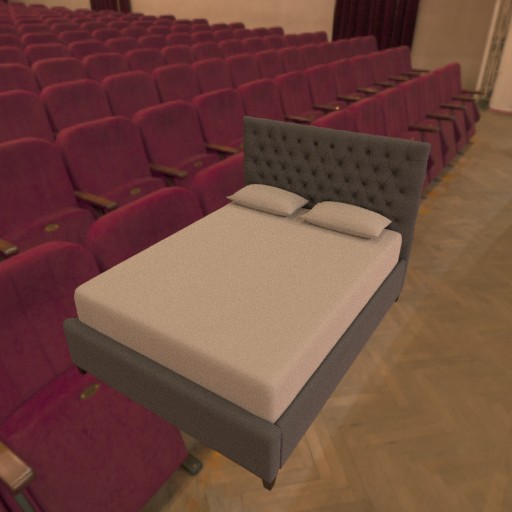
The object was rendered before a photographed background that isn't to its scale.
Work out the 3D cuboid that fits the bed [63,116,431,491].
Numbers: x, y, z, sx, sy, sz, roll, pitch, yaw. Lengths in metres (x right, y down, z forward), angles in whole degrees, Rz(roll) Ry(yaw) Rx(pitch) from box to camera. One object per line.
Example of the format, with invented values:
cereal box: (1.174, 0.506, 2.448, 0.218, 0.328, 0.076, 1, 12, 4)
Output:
bed: (0.000, 0.000, 3.247, 1.698, 1.427, 2.231, 18, 34, 29)
